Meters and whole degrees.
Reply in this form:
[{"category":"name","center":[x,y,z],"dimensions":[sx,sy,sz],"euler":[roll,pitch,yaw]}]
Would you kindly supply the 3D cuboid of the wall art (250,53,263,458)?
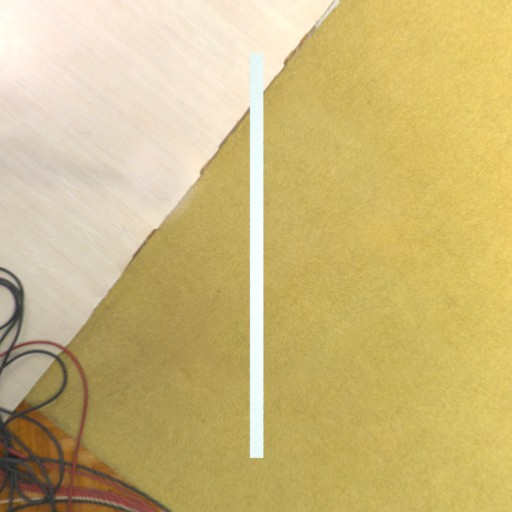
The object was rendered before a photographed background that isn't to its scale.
[{"category":"wall art","center":[0.000,0.000,0.683],"dimensions":[0.013,0.533,0.381],"euler":[0,90,0]}]
